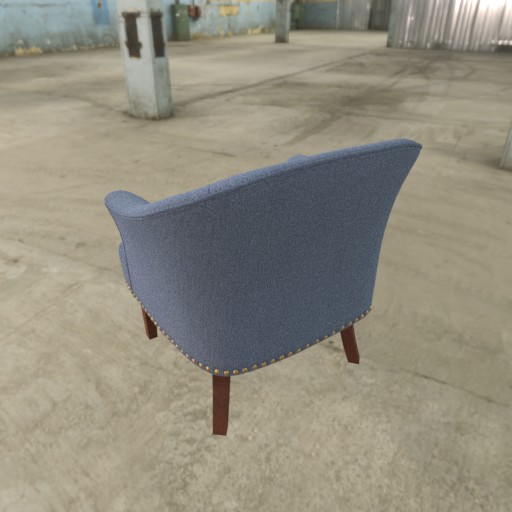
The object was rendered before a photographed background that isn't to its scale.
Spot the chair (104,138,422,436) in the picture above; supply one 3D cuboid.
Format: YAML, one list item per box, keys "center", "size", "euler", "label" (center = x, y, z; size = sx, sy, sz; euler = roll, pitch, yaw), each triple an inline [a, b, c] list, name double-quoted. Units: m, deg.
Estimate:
- center: [0.000, 0.000, 1.385]
  size: [0.772, 0.815, 0.704]
  euler: [-17, 33, -29]
  label: "chair"
